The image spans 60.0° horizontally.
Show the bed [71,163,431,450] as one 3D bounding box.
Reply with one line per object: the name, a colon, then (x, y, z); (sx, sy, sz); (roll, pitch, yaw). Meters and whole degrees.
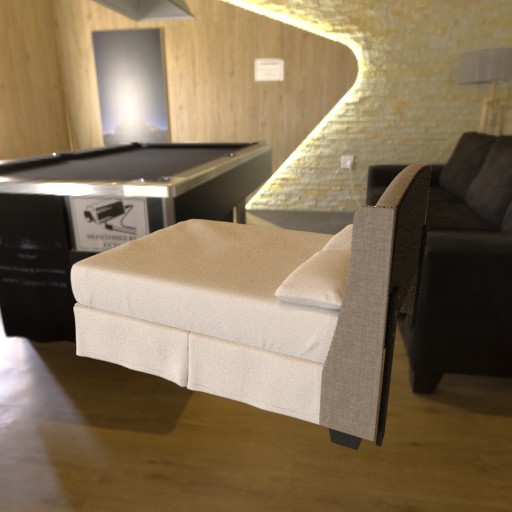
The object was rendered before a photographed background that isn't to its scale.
bed: (0.000, 0.000, 3.297); (2.237, 1.407, 1.710); (9, 20, 24)
